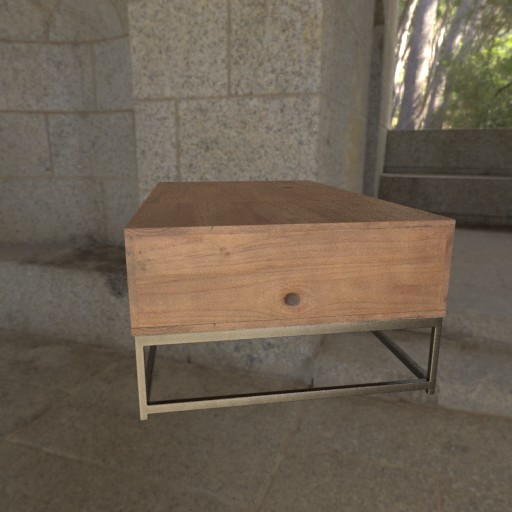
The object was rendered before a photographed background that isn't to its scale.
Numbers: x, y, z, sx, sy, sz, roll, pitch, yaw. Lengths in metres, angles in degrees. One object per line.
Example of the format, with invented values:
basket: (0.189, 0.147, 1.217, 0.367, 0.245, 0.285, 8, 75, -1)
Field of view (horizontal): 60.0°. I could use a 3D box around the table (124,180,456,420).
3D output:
table: (0.000, 0.000, 1.422, 0.655, 0.395, 1.101, -2, 14, -9)
